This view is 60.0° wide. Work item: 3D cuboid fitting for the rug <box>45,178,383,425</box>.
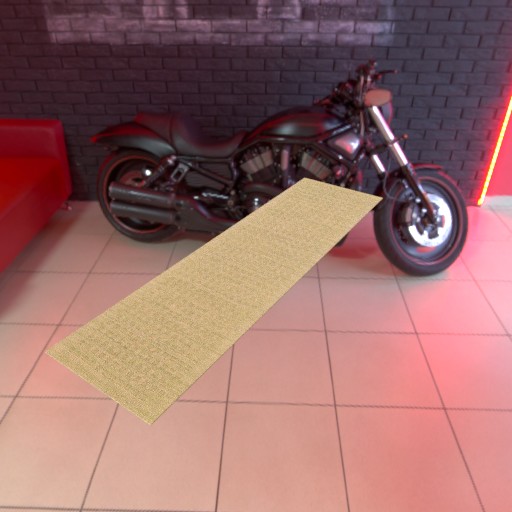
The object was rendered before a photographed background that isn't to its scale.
[{"bbox_3d":[0.000,0.000,2.721,0.686,0.006,2.437,21,38,28],"label":"rug"}]
